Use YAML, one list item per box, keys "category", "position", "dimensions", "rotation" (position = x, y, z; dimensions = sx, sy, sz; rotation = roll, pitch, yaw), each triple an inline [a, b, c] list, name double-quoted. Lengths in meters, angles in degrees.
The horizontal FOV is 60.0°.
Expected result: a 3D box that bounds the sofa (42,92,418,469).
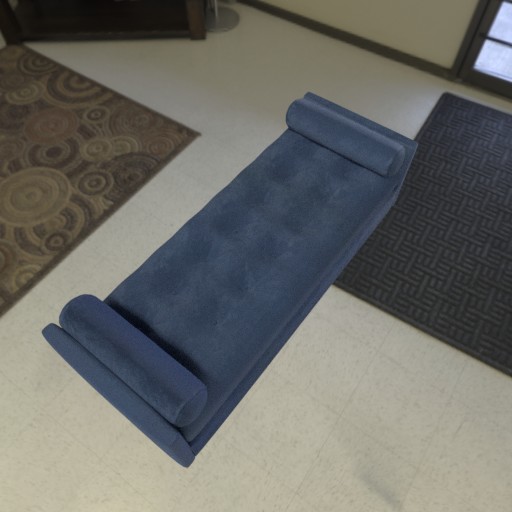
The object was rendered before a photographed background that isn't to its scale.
- category: "sofa"
  position: [0.000, 0.000, 2.480]
  dimensions: [0.796, 0.705, 2.102]
  rotation: [33, 63, 19]
